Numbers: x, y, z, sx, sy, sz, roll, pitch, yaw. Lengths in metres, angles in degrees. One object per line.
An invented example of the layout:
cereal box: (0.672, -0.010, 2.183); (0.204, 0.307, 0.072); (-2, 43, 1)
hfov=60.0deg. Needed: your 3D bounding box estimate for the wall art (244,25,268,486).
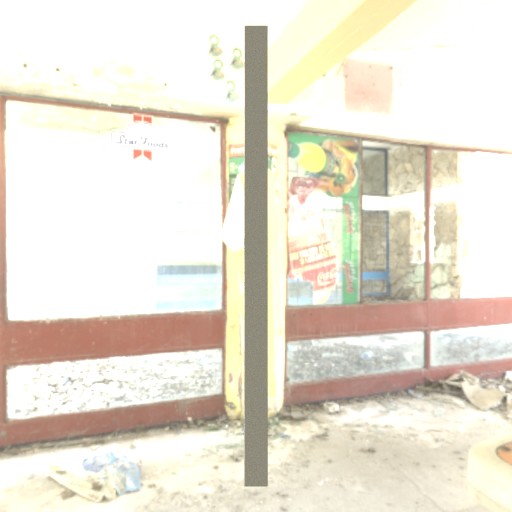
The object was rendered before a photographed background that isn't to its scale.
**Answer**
wall art: (0.000, 0.000, 0.979); (0.039, 0.753, 0.511); (0, 0, 0)
